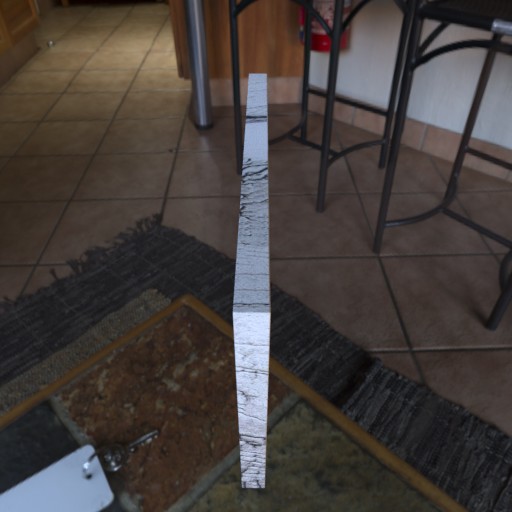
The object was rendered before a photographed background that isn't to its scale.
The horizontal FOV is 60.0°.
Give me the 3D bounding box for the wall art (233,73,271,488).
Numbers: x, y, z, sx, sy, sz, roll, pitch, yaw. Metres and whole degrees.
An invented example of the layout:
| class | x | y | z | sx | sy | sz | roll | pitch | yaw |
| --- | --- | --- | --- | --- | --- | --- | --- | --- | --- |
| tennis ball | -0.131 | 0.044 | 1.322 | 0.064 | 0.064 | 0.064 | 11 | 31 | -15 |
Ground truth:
| class | x | y | z | sx | sy | sz | roll | pitch | yaw |
| --- | --- | --- | --- | --- | --- | --- | --- | --- | --- |
| wall art | 0.000 | 0.000 | 0.773 | 0.035 | 0.407 | 0.613 | 0 | 42 | 1 |
